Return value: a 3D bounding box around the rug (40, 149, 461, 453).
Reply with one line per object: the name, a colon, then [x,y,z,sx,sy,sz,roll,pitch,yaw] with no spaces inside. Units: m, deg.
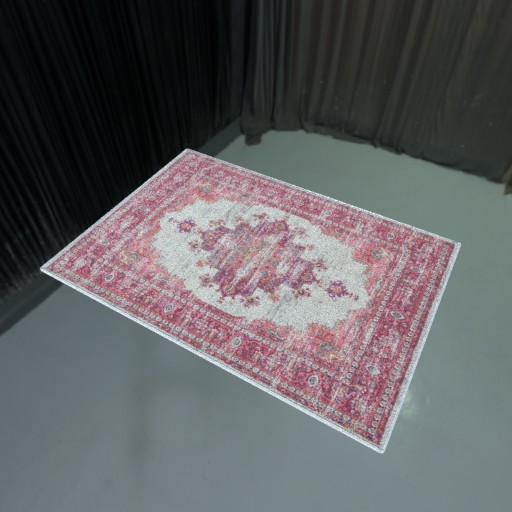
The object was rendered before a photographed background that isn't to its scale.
rug: [0.000,0.000,2.229,1.747,0.011,1.217,23,51,20]
